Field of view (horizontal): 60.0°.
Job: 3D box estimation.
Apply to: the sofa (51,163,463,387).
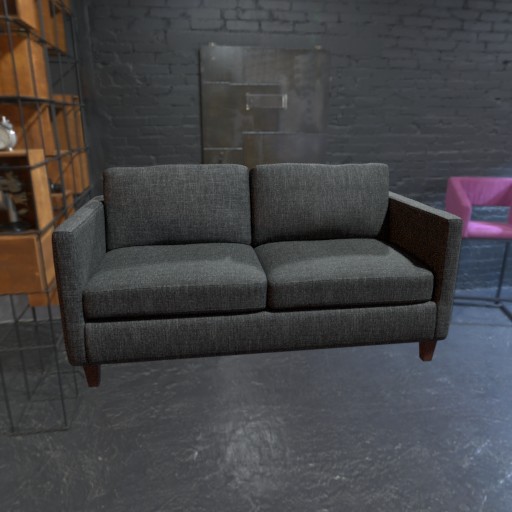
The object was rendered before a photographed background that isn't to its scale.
[{"bbox_3d":[0.000,0.000,2.460,1.884,0.963,0.950,-2,17,-8],"label":"sofa"}]
